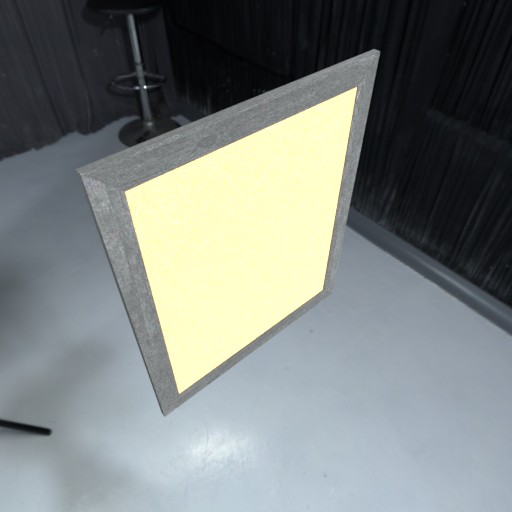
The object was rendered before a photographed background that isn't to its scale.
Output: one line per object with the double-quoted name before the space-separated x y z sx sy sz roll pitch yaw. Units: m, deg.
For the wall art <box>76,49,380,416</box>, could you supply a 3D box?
"wall art" 0.000 0.000 0.763 0.476 0.570 0.013 -32 54 -27
